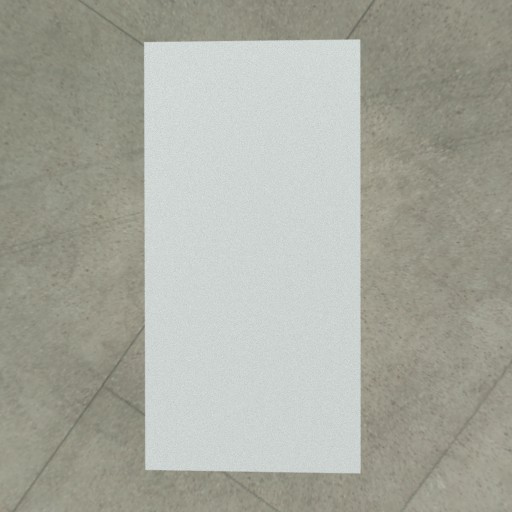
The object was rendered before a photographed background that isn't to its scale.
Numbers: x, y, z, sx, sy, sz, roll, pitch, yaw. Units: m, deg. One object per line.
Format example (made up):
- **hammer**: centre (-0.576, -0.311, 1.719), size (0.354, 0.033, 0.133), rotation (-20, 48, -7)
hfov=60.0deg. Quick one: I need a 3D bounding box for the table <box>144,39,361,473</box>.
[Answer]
- **table**: centre (0.000, 0.000, 1.348), size (0.498, 0.660, 0.991), rotation (0, 91, 1)
